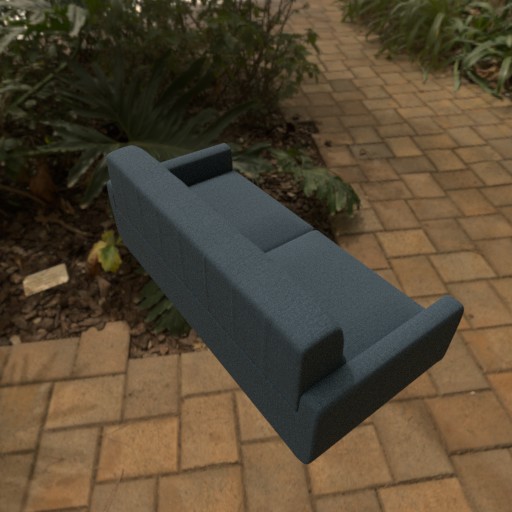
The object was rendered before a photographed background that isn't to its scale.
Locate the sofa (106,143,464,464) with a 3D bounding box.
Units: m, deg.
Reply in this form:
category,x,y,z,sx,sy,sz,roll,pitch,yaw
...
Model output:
category,x,y,z,sx,sy,sz,roll,pitch,yaw
sofa,0.000,0.000,2.576,0.942,0.884,2.055,-26,47,-27
